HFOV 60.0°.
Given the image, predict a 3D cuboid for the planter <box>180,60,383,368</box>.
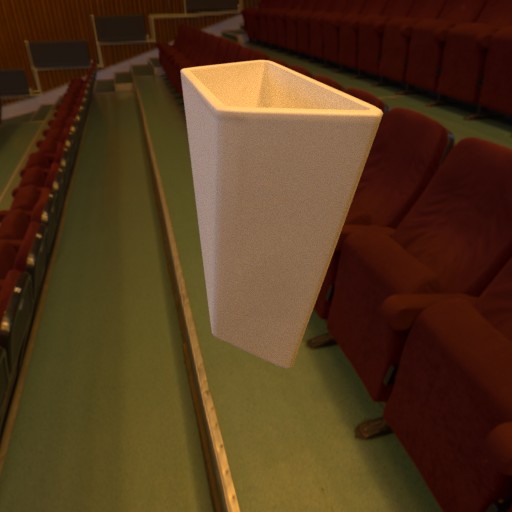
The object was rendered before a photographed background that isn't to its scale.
[{"bbox_3d":[0.000,0.000,0.266,0.060,0.197,0.150,-8,32,-14],"label":"planter"}]
